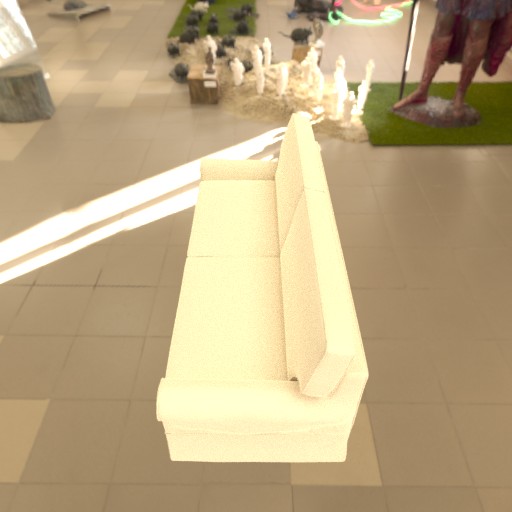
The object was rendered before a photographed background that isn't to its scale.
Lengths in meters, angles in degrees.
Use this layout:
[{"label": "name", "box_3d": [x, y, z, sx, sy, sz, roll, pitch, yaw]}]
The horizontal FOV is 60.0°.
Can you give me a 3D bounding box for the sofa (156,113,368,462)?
[{"label": "sofa", "box_3d": [0.000, 0.000, 2.545, 0.862, 0.937, 2.021, 0, 41, 0]}]
